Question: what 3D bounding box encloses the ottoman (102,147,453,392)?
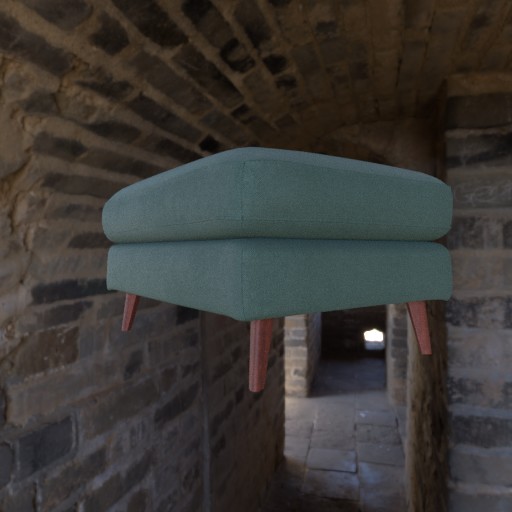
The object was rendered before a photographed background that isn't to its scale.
[{"bbox_3d":[0.000,0.000,1.179,0.608,0.449,0.811,0,1,-34],"label":"ottoman"}]
